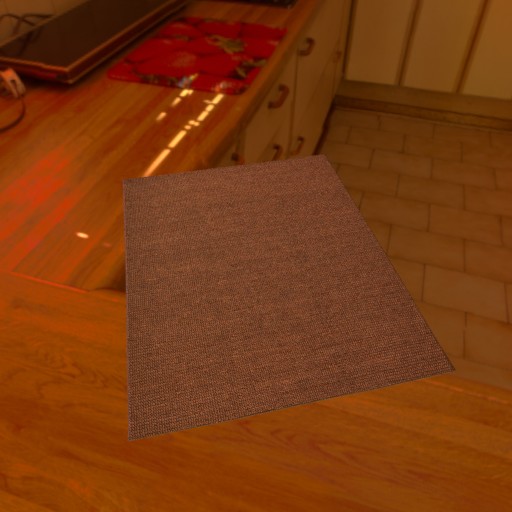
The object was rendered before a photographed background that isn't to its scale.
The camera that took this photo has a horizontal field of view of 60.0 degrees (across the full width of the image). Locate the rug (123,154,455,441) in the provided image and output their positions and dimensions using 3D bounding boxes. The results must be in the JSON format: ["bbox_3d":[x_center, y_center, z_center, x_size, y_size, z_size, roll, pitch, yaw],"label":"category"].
[{"bbox_3d":[0.000,0.000,4.229,2.456,0.021,3.068,-9,46,-9],"label":"rug"}]
